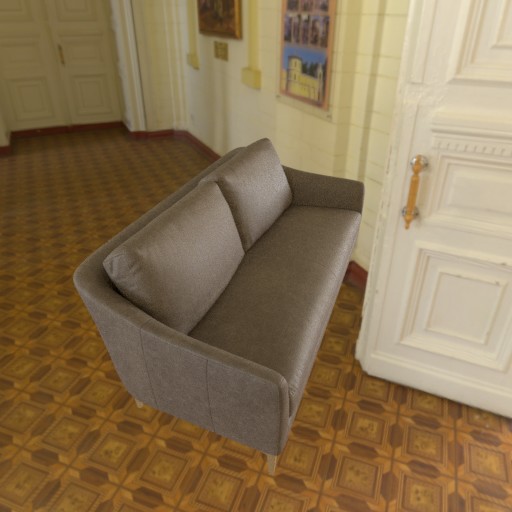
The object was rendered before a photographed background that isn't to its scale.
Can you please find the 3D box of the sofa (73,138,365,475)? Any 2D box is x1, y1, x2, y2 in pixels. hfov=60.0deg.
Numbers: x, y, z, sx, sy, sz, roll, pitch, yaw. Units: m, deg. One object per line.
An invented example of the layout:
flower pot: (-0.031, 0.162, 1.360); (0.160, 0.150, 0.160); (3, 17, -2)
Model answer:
sofa: (0.000, 0.000, 2.542); (0.960, 0.902, 2.036); (10, 32, 17)
